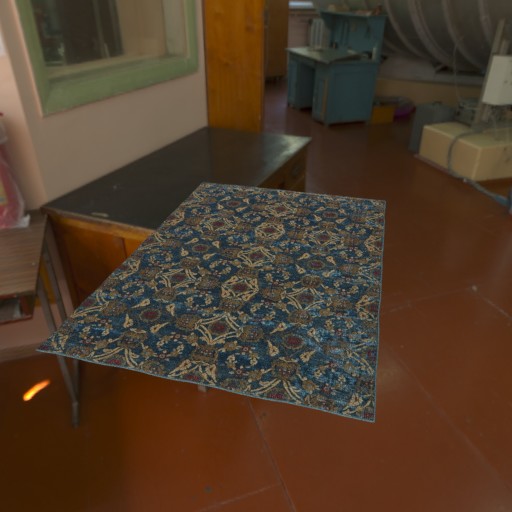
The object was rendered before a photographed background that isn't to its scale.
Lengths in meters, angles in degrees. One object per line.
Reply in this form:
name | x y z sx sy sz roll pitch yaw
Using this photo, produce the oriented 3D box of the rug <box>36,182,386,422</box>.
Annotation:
rug | 0.000 0.000 4.227 2.337 0.013 3.291 8 32 13
